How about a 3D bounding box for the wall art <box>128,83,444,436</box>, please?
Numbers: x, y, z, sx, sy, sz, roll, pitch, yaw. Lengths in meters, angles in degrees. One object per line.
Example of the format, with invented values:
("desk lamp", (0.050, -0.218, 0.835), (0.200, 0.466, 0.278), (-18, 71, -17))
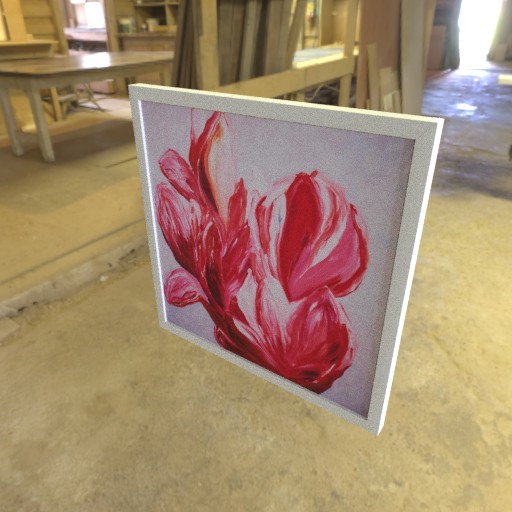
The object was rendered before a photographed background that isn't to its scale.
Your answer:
("wall art", (0.000, 0.000, 0.669), (0.455, 0.453, 0.023), (19, 34, 30))
